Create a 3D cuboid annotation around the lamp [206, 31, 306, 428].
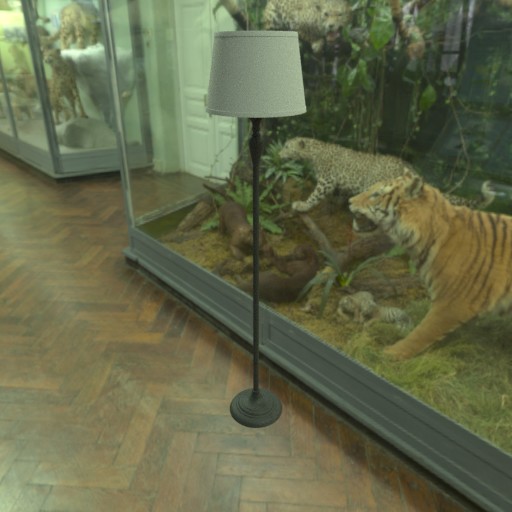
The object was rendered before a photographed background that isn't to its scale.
[{"bbox_3d":[0.000,0.000,1.670,0.327,1.506,0.327,8,26,16],"label":"lamp"}]
